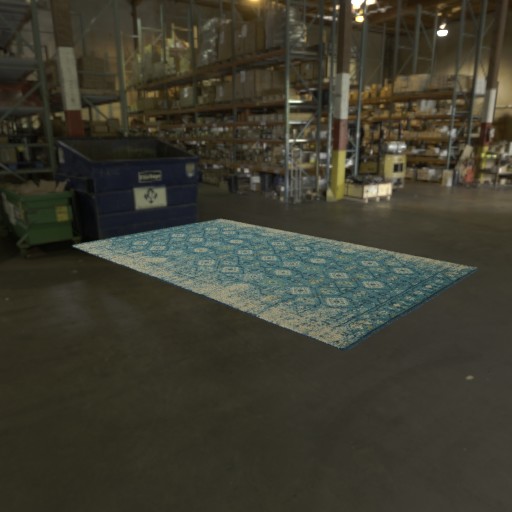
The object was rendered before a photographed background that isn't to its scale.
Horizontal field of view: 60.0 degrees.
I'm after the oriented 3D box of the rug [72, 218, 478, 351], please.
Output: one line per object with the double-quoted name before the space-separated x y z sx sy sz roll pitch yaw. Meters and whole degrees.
"rug" 0.000 0.000 3.080 2.449 0.015 1.530 14 21 42
